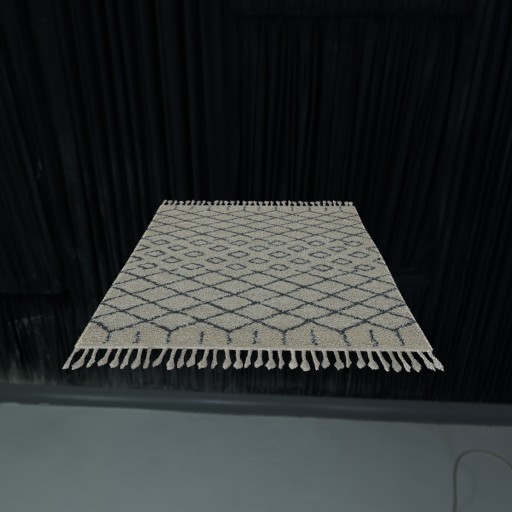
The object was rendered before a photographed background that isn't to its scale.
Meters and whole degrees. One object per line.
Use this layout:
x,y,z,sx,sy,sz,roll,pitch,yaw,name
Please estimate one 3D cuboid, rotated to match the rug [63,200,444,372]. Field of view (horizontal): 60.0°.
0.000,0.000,4.193,2.388,0.030,3.213,0,26,1,rug
